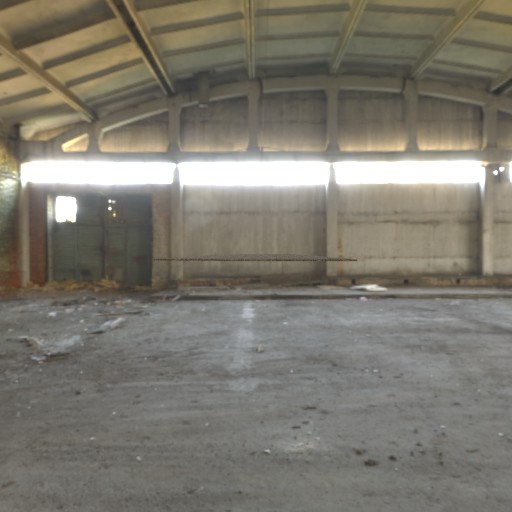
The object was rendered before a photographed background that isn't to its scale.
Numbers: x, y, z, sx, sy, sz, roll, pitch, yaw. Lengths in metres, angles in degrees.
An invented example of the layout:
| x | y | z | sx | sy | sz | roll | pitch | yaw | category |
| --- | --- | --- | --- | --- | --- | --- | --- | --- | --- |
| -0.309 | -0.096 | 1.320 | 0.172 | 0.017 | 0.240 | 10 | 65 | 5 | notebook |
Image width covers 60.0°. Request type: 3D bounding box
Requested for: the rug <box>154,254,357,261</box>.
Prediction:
| x | y | z | sx | sy | sz | roll | pitch | yaw | category |
| --- | --- | --- | --- | --- | --- | --- | --- | --- | --- |
| 0.000 | 0.000 | 2.740 | 0.706 | 0.009 | 2.443 | 0 | 1 | 0 | rug |
